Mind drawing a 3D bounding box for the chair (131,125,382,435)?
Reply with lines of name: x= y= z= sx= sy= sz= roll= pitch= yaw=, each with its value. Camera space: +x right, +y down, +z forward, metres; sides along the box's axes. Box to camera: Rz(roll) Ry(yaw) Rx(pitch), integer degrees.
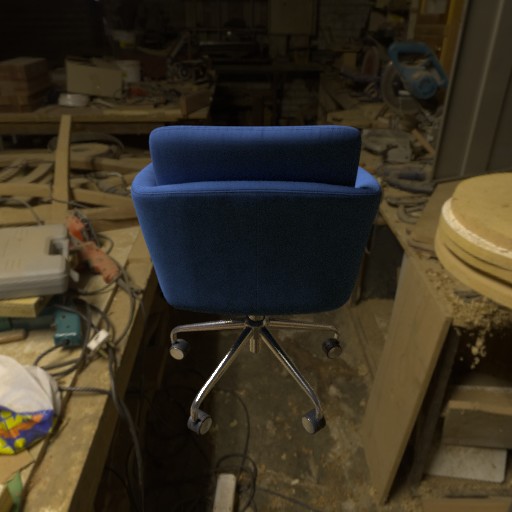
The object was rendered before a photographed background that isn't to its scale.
chair: x=0.000 y=0.000 z=1.357 sx=0.641 sy=0.908 sz=0.635 roll=0 pitch=29 yaw=0
